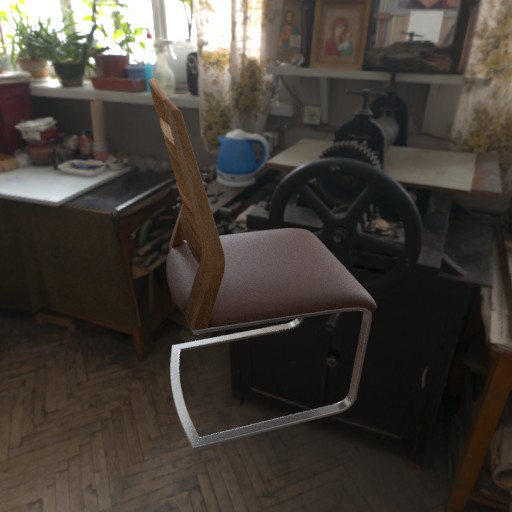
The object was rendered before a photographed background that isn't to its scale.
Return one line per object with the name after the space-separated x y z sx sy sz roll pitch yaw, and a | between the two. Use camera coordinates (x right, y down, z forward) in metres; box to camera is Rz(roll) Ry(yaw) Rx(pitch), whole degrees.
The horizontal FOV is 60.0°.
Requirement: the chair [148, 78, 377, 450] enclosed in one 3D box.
0.000 0.000 1.288 0.570 0.970 0.460 -8 31 -15 | chair
